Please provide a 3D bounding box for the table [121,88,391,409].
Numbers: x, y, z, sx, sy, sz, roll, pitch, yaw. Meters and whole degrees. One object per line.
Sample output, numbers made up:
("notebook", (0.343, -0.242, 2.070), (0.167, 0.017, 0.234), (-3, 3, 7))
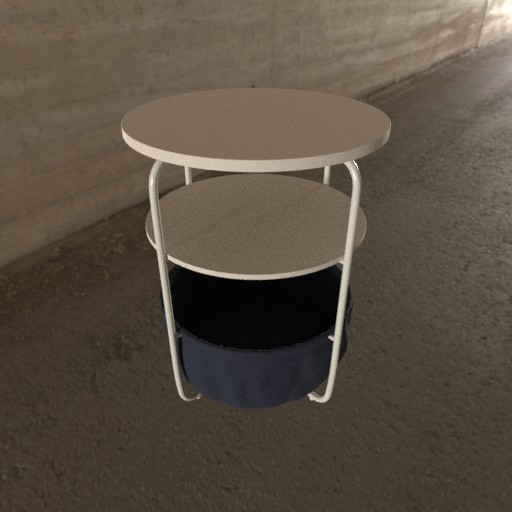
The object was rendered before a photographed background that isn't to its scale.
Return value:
("table", (0.000, 0.000, 0.850), (0.418, 0.532, 0.418), (1, 32, 1))
